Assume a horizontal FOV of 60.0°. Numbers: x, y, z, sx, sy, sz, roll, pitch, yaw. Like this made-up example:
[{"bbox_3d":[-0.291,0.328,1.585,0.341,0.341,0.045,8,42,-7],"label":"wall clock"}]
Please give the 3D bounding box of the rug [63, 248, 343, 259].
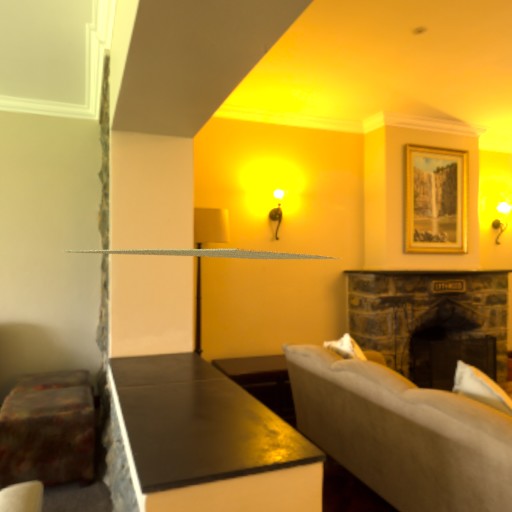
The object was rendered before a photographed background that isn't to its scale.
[{"bbox_3d":[0.000,0.000,2.616,0.686,0.013,2.340,0,-1,19],"label":"rug"}]
